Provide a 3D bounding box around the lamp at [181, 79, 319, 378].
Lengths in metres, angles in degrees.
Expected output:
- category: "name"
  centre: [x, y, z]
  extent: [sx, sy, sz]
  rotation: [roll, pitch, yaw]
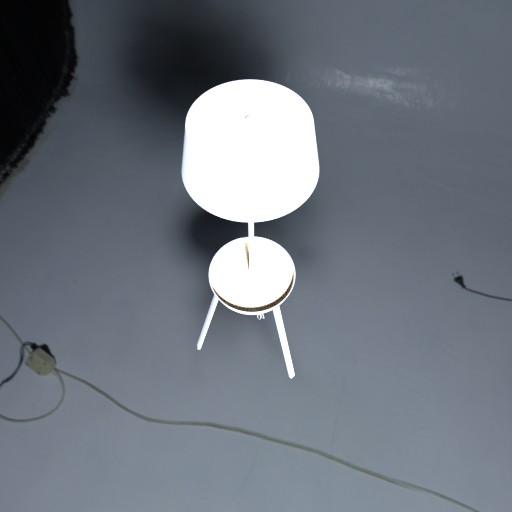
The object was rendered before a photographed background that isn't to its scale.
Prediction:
- category: "lamp"
  centre: [0.000, 0.000, 1.674]
  extent: [0.508, 1.429, 0.468]
  rotation: [15, 60, 9]
